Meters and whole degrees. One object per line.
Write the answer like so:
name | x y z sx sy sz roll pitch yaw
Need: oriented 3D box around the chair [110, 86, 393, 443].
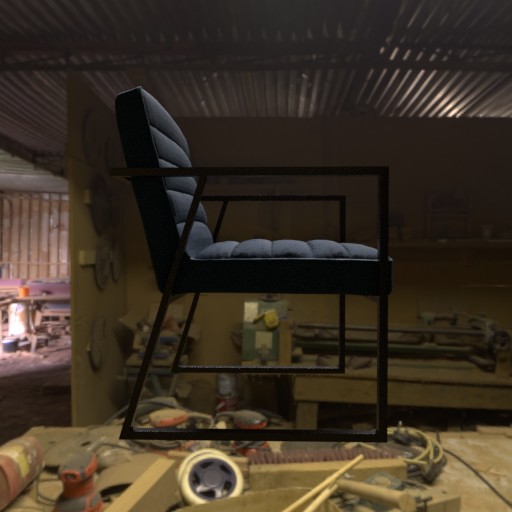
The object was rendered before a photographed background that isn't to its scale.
chair | 0.000 0.000 1.286 0.677 0.833 0.571 0 1 2
